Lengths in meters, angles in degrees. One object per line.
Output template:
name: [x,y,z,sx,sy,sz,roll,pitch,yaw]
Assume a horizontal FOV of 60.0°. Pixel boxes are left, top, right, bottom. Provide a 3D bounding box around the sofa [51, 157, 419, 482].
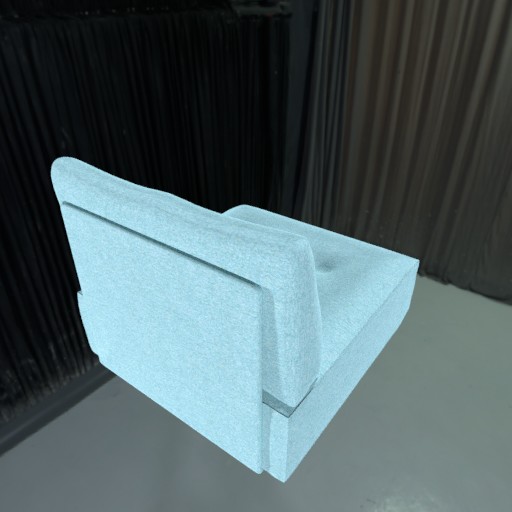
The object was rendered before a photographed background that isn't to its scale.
sofa: [0.000,0.000,1.655,0.930,0.820,1.000,21,37,31]
